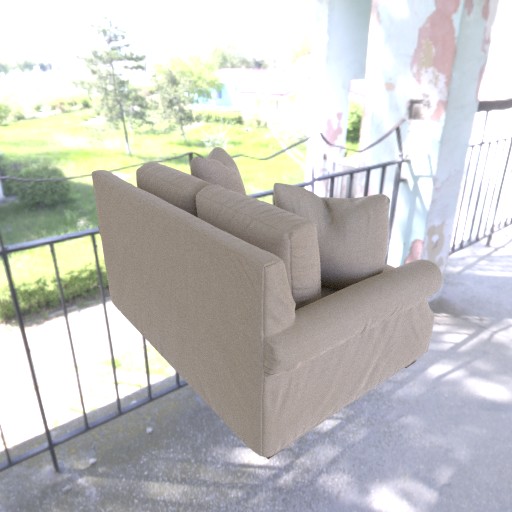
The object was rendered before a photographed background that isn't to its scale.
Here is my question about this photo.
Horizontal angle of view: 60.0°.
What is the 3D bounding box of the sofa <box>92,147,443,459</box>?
[{"bbox_3d":[0.000,0.000,2.205,1.070,0.905,1.550,-18,30,-34],"label":"sofa"}]
